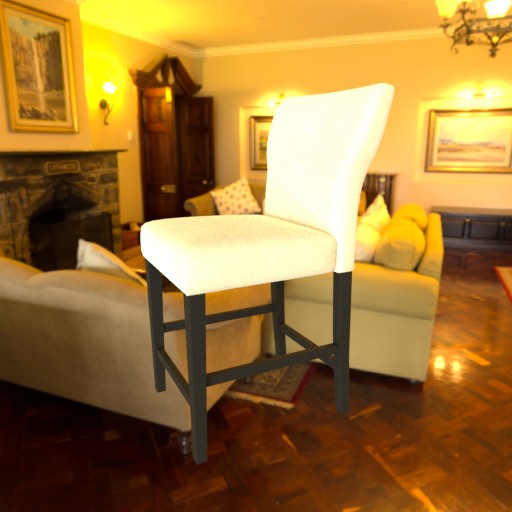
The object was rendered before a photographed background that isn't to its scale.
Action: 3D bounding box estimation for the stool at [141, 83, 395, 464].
[{"bbox_3d":[0.000,0.000,1.342,0.603,0.972,0.514,-7,16,-26],"label":"stool"}]
